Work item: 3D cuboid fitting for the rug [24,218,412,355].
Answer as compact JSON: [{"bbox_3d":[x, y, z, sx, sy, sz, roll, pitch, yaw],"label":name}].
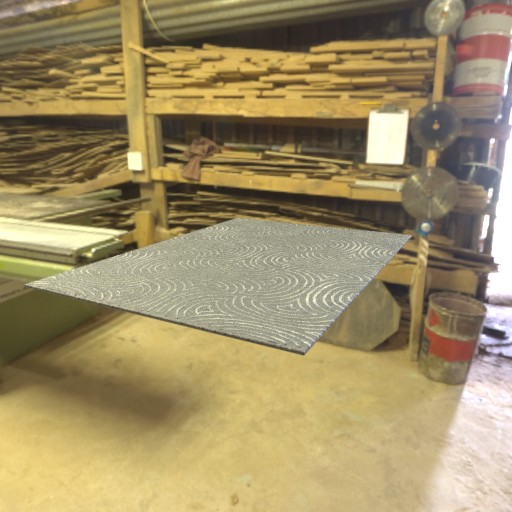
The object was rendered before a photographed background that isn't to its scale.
[{"bbox_3d":[0.000,0.000,2.825,1.543,0.015,2.144,8,17,27],"label":"rug"}]
